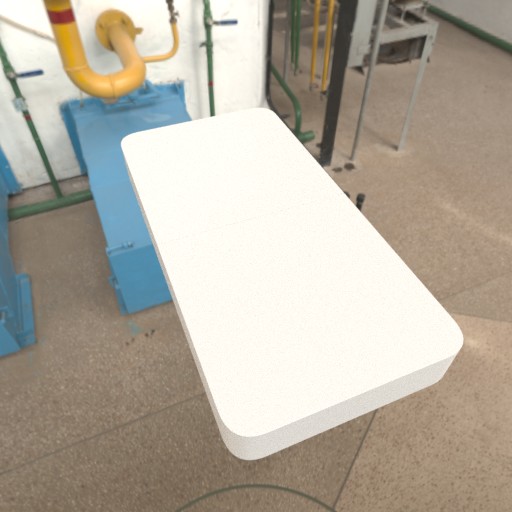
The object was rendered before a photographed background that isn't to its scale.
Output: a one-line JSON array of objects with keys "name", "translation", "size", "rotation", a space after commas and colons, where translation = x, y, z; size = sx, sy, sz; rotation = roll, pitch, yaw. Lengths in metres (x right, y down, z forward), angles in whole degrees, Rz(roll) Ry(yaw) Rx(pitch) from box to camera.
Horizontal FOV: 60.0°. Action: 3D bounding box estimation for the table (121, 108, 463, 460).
[{"name": "table", "translation": [0.000, 0.000, 1.444], "size": [0.600, 0.340, 1.200], "rotation": [-17, 49, -15]}]
